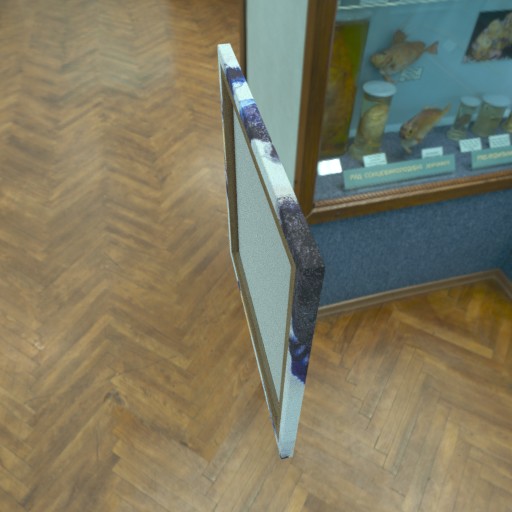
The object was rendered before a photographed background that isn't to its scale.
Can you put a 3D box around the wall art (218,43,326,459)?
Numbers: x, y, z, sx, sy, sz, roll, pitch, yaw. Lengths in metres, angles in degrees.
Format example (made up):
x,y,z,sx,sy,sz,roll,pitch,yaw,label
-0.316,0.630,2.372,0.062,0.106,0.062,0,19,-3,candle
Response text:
x,y,z,sx,sy,sz,roll,pitch,yaw,label
0.000,0.000,1.322,0.038,0.885,0.887,-9,48,-8,wall art
